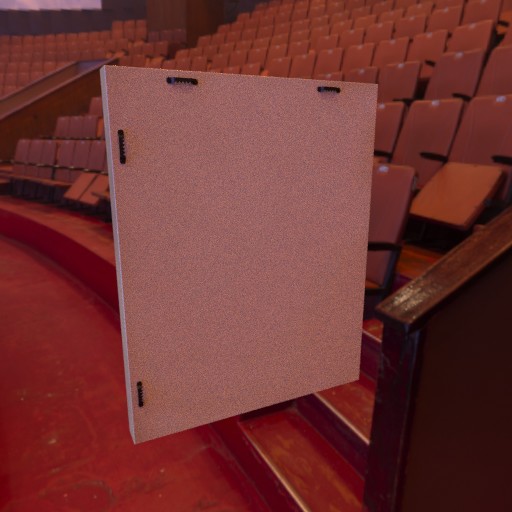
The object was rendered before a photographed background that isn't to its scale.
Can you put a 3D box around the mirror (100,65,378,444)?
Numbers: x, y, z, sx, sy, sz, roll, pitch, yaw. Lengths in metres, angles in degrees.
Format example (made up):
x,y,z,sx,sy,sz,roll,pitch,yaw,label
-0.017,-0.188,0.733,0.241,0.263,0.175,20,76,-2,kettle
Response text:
x,y,z,sx,sy,sz,roll,pitch,yaw,label
0.000,0.000,0.675,0.406,0.509,0.041,-7,16,-25,mirror
